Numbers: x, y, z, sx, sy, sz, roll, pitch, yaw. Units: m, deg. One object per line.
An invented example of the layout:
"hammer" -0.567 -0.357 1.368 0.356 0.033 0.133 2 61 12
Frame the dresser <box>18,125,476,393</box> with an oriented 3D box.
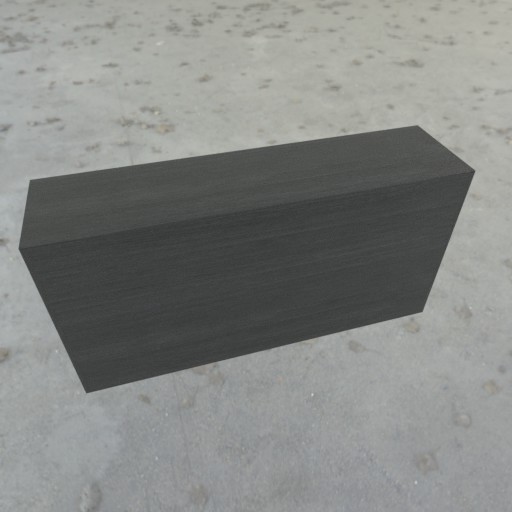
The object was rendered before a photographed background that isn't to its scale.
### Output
"dresser" 0.000 0.000 1.893 1.590 0.795 0.400 -11 43 -12
